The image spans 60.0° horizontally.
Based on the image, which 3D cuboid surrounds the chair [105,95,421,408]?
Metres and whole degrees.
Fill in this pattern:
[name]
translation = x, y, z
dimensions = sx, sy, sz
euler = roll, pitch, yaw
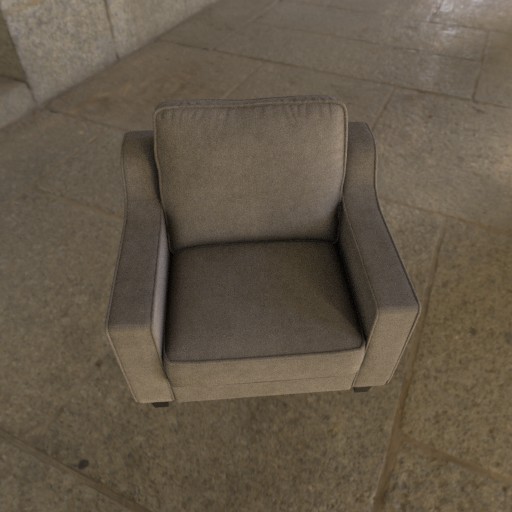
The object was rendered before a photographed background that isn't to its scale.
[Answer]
[chair]
translation = 0.000, 0.000, 1.624
dimensions = 0.926, 0.944, 0.840
euler = -3, 46, -3
